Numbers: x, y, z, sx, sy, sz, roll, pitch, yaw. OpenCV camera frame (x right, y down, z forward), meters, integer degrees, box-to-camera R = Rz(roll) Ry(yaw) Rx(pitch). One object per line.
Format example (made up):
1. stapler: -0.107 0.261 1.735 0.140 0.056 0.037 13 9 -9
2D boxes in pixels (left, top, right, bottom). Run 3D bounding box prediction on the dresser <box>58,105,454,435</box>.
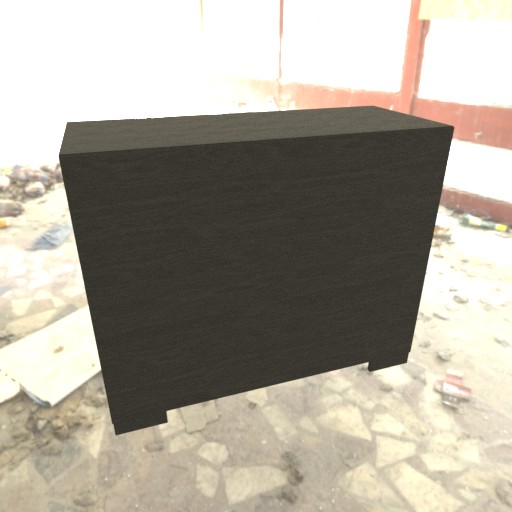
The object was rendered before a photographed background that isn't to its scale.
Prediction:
1. dresser: 0.000 0.000 1.406 0.994 0.816 0.404 -9 28 -17
